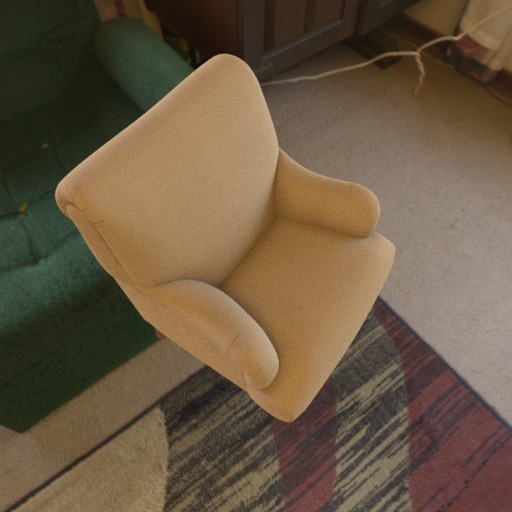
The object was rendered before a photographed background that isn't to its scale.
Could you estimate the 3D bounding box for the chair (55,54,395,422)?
[{"bbox_3d":[0.000,0.000,1.547,0.842,0.942,0.766,30,62,18],"label":"chair"}]
